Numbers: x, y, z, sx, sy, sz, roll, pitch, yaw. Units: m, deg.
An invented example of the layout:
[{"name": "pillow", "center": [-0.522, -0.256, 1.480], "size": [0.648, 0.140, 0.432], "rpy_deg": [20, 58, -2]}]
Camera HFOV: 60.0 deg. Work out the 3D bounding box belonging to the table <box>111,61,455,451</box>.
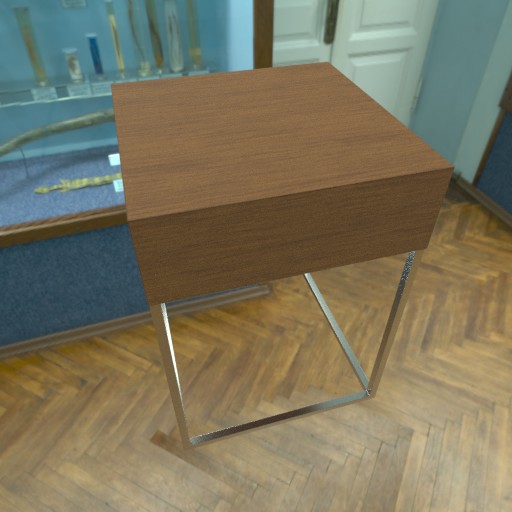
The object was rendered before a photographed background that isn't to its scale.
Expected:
[{"name": "table", "center": [0.000, 0.000, 0.830], "size": [0.397, 0.540, 0.398], "rpy_deg": [-11, 43, -12]}]
